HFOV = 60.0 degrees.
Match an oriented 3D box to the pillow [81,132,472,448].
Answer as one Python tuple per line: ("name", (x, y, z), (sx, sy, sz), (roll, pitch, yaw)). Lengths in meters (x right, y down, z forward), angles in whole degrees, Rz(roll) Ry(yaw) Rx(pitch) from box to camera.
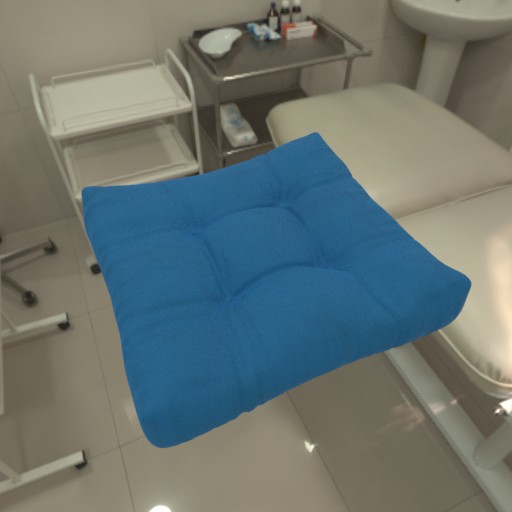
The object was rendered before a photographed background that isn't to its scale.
("pillow", (0.000, 0.000, 0.731), (0.490, 0.128, 0.468), (-18, 50, -16))
